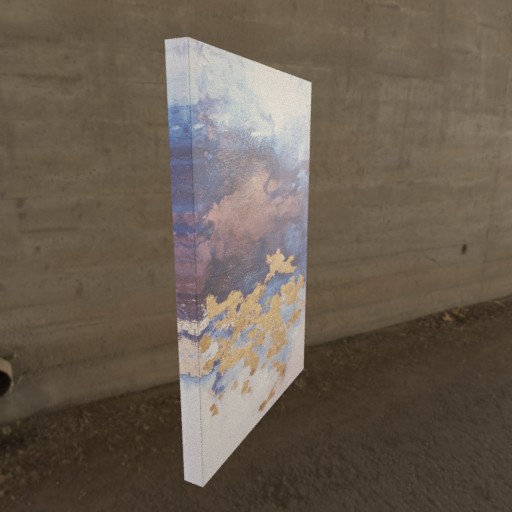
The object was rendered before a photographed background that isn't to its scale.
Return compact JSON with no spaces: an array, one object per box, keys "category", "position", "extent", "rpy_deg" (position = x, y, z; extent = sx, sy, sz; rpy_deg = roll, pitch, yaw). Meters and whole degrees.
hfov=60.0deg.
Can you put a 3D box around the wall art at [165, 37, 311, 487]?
[{"category":"wall art","position":[0.000,0.000,1.094],"extent":[0.048,0.874,0.583],"rpy_deg":[7,15,26]}]
